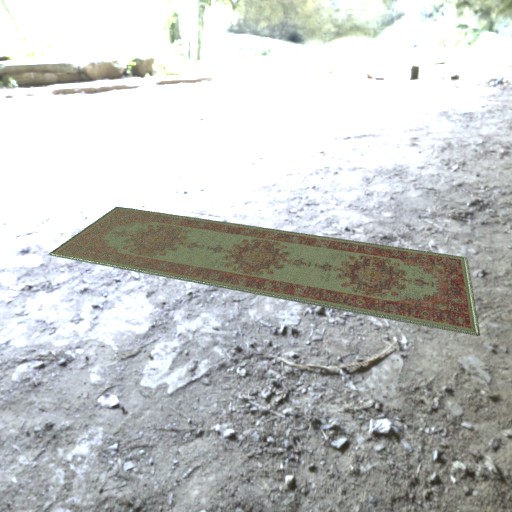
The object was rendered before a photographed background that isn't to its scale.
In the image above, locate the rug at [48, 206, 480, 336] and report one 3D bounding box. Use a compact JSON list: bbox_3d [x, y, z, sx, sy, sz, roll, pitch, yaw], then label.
[{"bbox_3d":[0.000,0.000,2.013,1.824,0.009,0.562,9,32,15],"label":"rug"}]
